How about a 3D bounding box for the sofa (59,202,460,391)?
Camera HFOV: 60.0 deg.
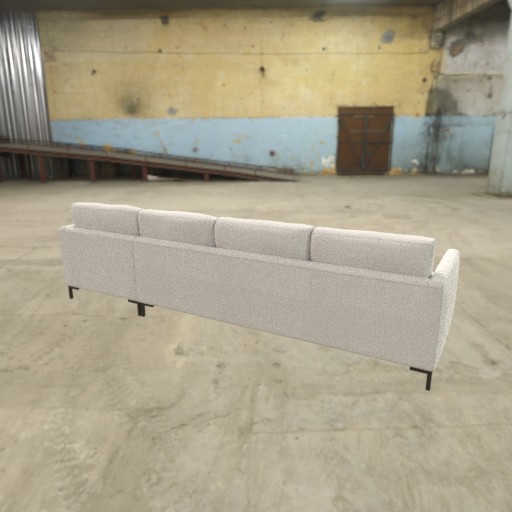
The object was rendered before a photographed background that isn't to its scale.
[{"bbox_3d":[0.000,0.000,2.899,2.445,0.677,1.126,8,17,28],"label":"sofa"}]
